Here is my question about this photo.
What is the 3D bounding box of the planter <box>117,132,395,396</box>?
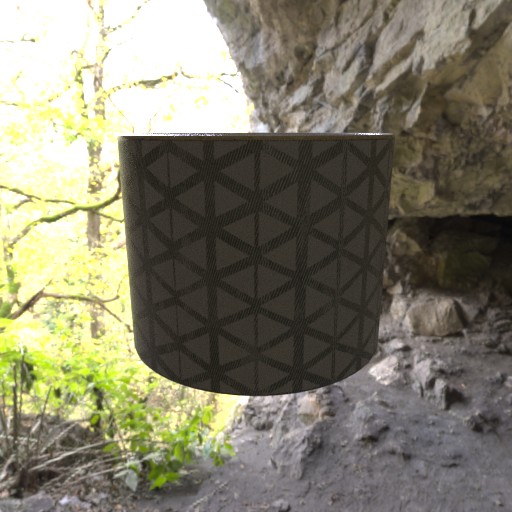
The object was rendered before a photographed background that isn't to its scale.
[{"bbox_3d":[0.000,0.000,0.341,0.190,0.181,0.190,0,16,0],"label":"planter"}]
